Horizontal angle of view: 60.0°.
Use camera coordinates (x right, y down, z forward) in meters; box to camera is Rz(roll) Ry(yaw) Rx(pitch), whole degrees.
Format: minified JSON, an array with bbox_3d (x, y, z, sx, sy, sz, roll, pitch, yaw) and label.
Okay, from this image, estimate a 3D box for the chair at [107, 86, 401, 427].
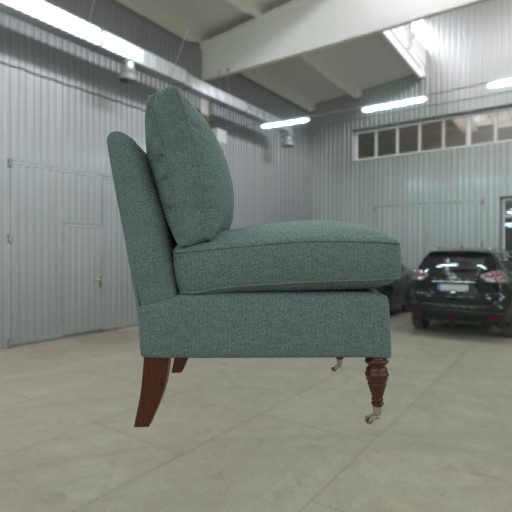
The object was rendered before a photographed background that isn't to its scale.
[{"bbox_3d":[0.000,0.000,1.453,0.796,0.901,0.624,0,0,0],"label":"chair"}]
